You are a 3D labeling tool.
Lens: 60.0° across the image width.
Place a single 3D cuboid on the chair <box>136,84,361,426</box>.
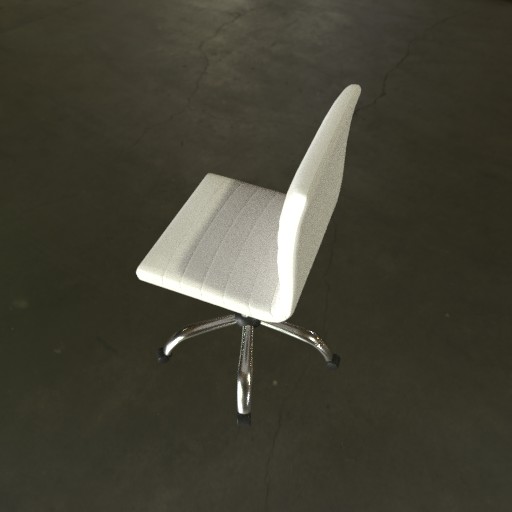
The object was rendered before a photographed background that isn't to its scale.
[{"bbox_3d":[0.000,0.000,1.109,0.530,0.780,0.556,16,49,14],"label":"chair"}]
